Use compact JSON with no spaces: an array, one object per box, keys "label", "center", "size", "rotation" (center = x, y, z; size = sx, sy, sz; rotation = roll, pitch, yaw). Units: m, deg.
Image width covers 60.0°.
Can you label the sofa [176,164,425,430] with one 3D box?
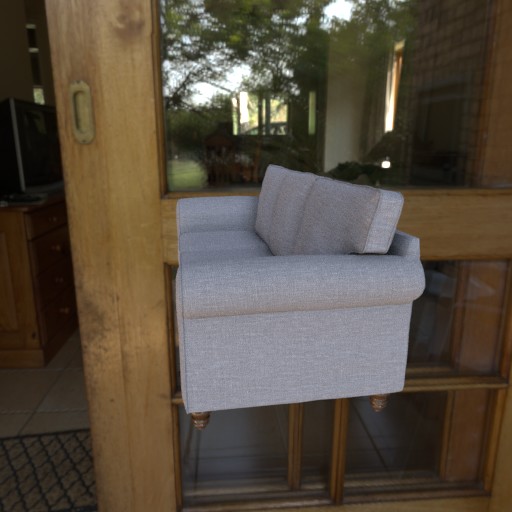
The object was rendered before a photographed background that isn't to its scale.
[{"label":"sofa","center":[0.000,0.000,2.565],"size":[0.916,0.961,2.084],"rotation":[-2,14,-9]}]
